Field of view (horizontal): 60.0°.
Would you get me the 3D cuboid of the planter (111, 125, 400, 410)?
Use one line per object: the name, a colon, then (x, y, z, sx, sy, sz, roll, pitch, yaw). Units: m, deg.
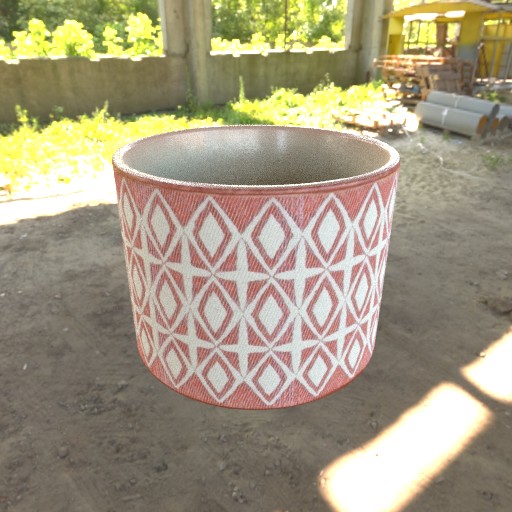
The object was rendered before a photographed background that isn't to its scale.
planter: (0.000, 0.000, 0.486, 0.273, 0.237, 0.273, 0, 26, 0)
